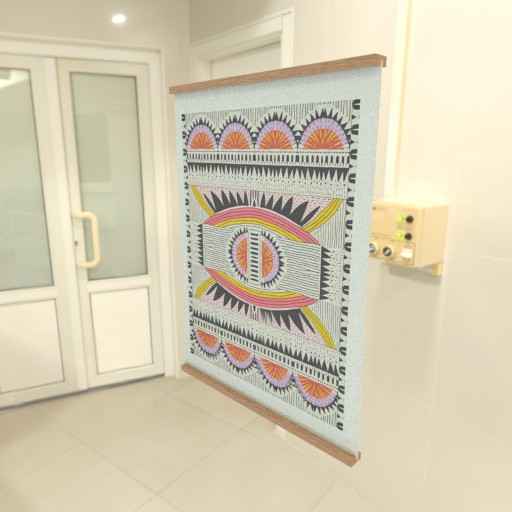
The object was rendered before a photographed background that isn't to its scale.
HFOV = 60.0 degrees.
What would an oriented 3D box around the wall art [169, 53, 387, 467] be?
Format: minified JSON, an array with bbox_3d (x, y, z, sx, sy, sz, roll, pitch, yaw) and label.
[{"bbox_3d":[0.000,0.000,0.796,0.456,0.609,0.028,13,19,43],"label":"wall art"}]
